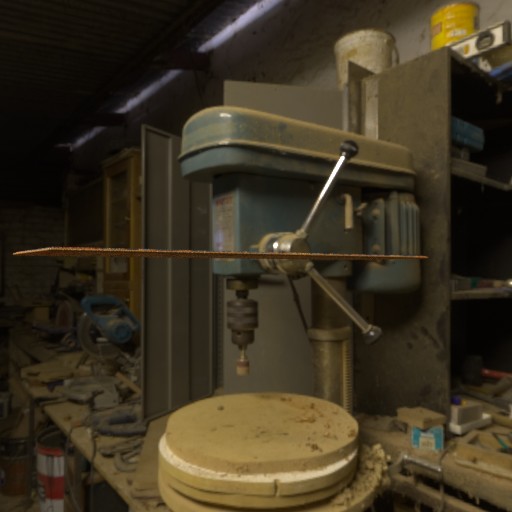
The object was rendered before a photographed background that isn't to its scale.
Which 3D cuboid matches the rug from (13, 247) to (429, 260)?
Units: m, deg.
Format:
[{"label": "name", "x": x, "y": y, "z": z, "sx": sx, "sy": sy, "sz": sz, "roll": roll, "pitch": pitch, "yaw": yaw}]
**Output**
[{"label": "rug", "x": 0.000, "y": 0.000, "z": 1.955, "sx": 1.820, "sy": 0.013, "sz": 0.556, "roll": 1, "pitch": -2, "yaw": -37}]
